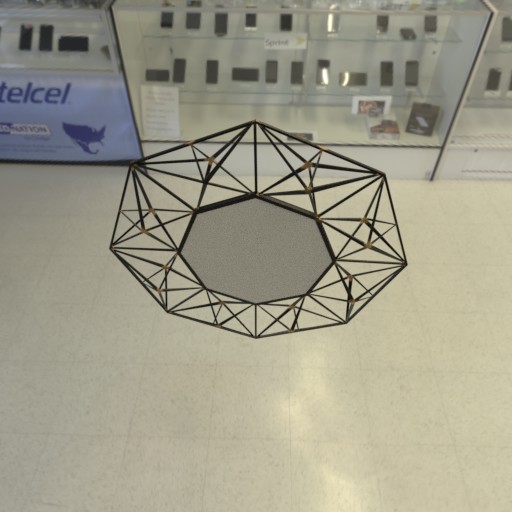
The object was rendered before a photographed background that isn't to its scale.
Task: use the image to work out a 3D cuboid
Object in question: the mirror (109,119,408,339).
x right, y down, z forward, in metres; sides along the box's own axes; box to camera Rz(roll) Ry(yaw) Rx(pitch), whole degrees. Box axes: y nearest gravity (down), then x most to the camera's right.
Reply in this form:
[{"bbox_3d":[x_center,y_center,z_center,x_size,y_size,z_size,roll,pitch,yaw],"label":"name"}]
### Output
[{"bbox_3d":[0.000,0.000,1.052,0.710,0.710,0.094,3,47,3],"label":"mirror"}]
